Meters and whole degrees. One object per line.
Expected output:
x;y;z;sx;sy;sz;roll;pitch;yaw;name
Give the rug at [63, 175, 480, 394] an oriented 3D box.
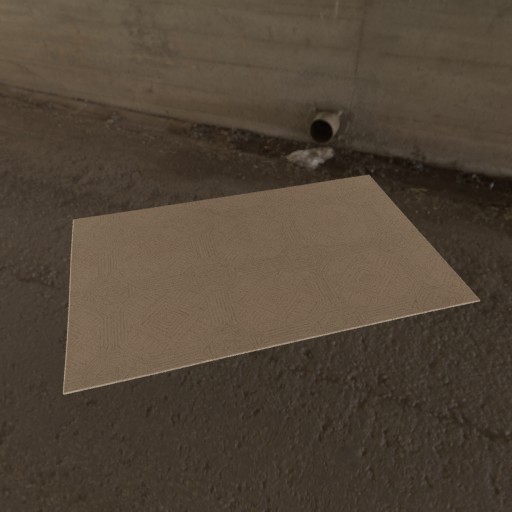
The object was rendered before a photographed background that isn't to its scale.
0.000;0.000;3.031;2.440;0.008;1.524;-10;43;-11;rug
